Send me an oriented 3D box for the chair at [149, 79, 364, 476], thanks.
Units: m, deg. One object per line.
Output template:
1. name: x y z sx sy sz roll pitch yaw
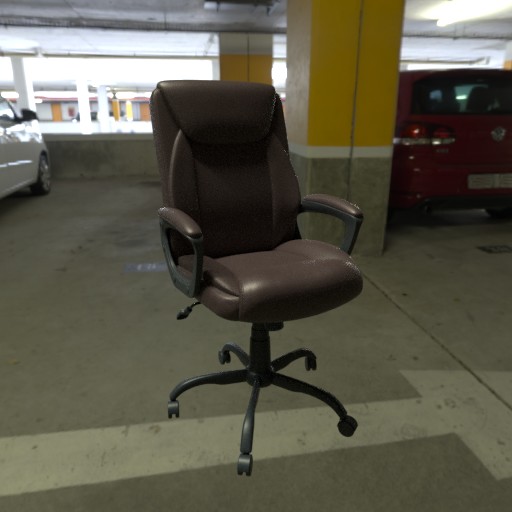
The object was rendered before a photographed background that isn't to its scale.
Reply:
1. chair: 0.000 0.000 1.405 0.615 1.072 0.655 -9 19 -26
